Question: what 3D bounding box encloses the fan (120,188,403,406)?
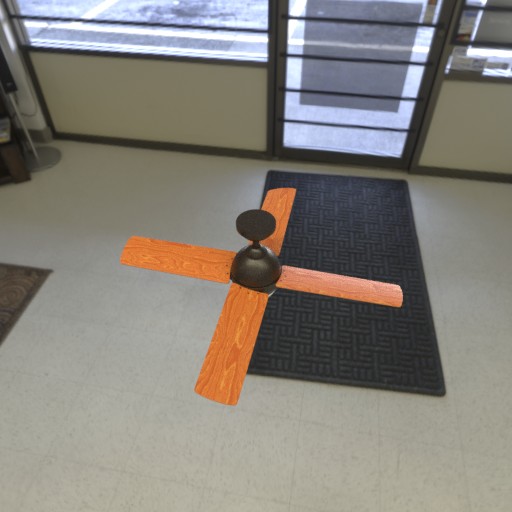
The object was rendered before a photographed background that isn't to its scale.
[{"bbox_3d":[0.000,0.000,2.001,1.332,0.403,1.332,9,45,9],"label":"fan"}]
